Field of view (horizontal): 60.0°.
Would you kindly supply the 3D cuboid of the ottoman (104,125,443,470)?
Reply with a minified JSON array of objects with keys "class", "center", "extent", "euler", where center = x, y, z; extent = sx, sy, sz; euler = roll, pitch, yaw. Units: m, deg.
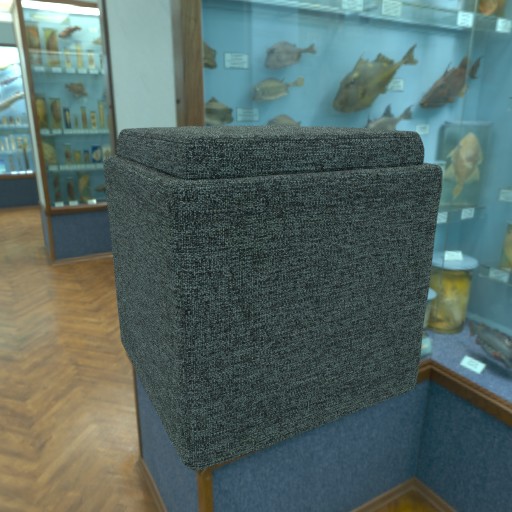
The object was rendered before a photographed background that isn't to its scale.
[{"class":"ottoman","center":[0.000,0.000,0.824],"extent":[0.450,0.463,0.450],"euler":[-9,20,-27]}]
